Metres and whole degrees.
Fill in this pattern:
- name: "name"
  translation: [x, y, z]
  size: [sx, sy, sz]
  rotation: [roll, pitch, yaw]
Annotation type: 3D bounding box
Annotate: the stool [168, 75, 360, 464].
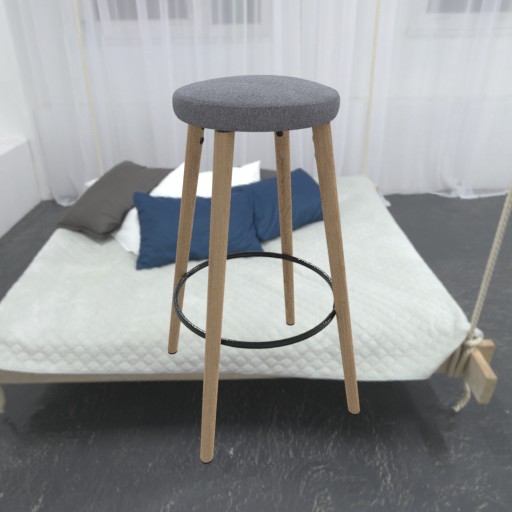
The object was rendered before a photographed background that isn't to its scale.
- name: "stool"
  translation: [0.000, 0.000, 1.025]
  size: [0.410, 0.770, 0.410]
  rotation: [-10, 31, -18]
